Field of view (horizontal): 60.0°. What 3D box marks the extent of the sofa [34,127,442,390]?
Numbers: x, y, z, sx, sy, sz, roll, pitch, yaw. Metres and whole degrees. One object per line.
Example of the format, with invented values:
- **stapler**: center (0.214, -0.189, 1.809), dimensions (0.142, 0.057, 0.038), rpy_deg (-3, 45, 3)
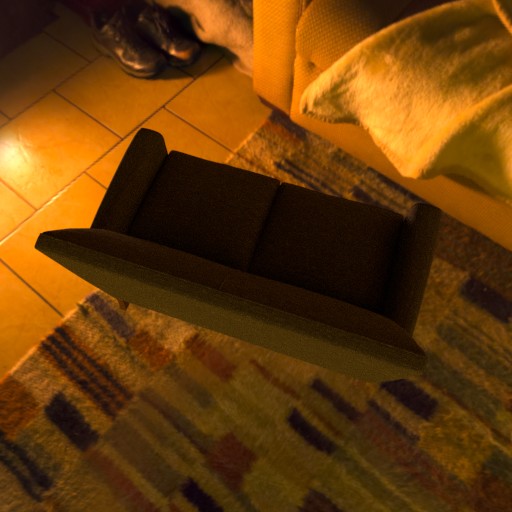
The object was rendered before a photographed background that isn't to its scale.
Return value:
- **sofa**: center (0.000, 0.000, 2.089), dimensions (1.509, 0.905, 0.867), rpy_deg (17, 65, 8)
